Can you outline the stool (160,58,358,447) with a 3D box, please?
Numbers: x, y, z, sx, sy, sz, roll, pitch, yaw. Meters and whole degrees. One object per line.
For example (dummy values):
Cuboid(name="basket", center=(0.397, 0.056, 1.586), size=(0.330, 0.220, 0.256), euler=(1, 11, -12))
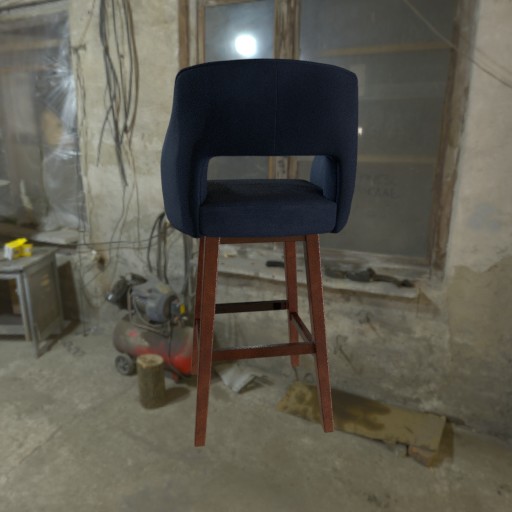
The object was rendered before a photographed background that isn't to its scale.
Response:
Cuboid(name="stool", center=(0.000, 0.000, 1.367), size=(0.550, 1.041, 0.560), euler=(-2, 15, -9))
